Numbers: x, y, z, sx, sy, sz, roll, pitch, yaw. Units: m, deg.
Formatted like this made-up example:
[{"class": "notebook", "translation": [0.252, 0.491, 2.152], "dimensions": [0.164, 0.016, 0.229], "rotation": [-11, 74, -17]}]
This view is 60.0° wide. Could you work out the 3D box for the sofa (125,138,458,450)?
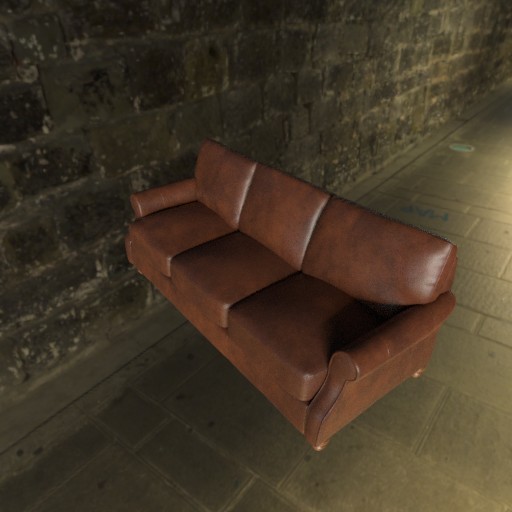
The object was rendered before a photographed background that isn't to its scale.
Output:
[{"class": "sofa", "translation": [0.000, 0.000, 2.892], "dimensions": [0.973, 0.977, 2.351], "rotation": [-22, 37, -31]}]
